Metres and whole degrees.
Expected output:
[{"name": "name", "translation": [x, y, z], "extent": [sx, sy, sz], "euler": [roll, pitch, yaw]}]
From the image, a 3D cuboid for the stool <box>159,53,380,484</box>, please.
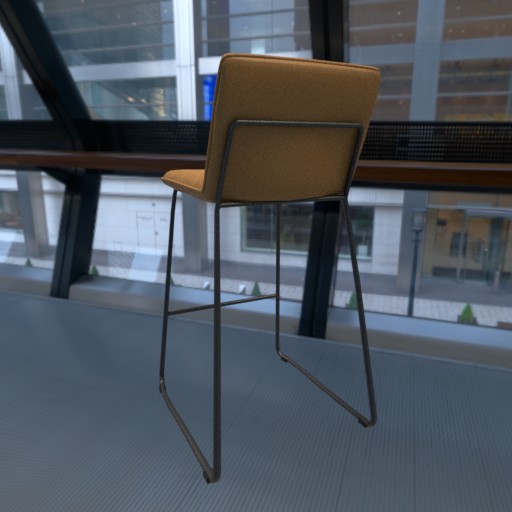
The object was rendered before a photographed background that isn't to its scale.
[{"name": "stool", "translation": [0.000, 0.000, 1.224], "extent": [0.489, 0.936, 0.524], "euler": [-7, 16, -26]}]
